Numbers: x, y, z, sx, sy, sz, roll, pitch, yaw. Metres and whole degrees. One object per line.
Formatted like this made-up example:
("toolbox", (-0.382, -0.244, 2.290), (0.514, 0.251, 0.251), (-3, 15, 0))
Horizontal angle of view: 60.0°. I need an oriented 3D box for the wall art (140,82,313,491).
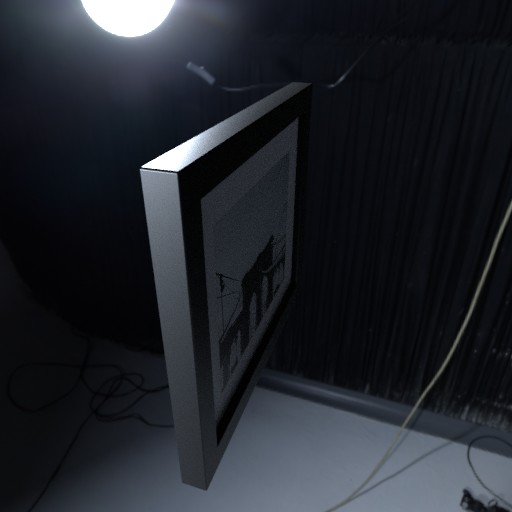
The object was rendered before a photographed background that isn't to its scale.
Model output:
("wall art", (0.000, 0.000, 0.520), (0.028, 0.330, 0.380), (10, 31, 17))
